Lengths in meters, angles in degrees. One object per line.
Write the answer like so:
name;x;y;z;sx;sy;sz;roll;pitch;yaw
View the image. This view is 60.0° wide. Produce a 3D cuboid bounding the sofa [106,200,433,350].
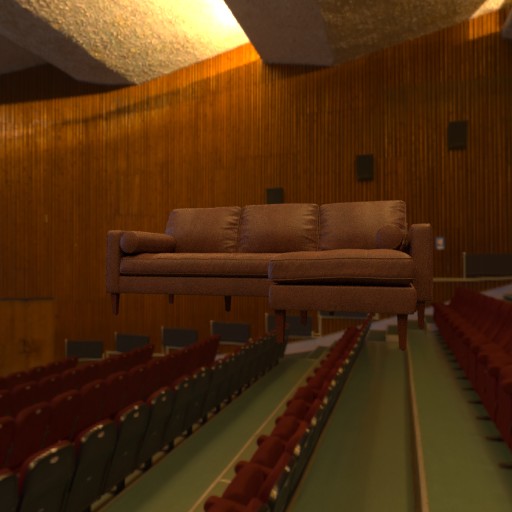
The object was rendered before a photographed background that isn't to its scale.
sofa;0.000;0.000;2.934;2.185;0.841;1.613;0;0;17
